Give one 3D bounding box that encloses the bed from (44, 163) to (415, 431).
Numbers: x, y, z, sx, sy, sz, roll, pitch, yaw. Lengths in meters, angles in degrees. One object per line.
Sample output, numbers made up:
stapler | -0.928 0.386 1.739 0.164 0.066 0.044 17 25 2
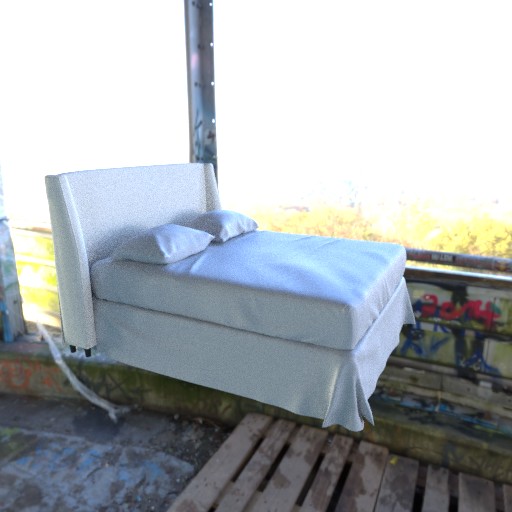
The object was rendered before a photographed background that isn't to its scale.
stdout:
bed | 0.000 0.000 3.456 2.276 1.332 1.925 7 16 26
